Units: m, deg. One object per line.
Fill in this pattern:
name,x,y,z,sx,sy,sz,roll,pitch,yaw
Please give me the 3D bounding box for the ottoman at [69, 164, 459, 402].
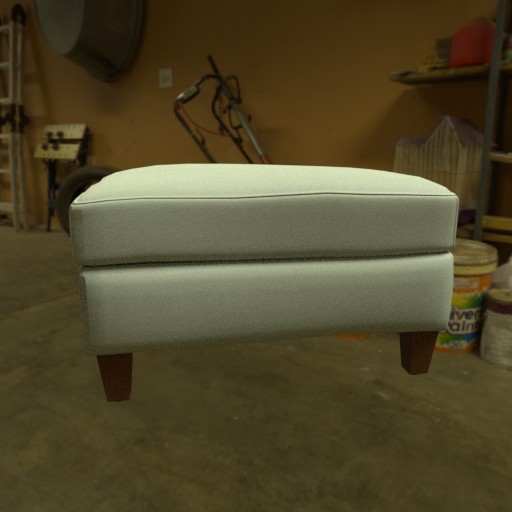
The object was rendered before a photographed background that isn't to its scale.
ottoman,0.000,0.000,1.213,0.818,0.496,0.634,-2,14,-9
